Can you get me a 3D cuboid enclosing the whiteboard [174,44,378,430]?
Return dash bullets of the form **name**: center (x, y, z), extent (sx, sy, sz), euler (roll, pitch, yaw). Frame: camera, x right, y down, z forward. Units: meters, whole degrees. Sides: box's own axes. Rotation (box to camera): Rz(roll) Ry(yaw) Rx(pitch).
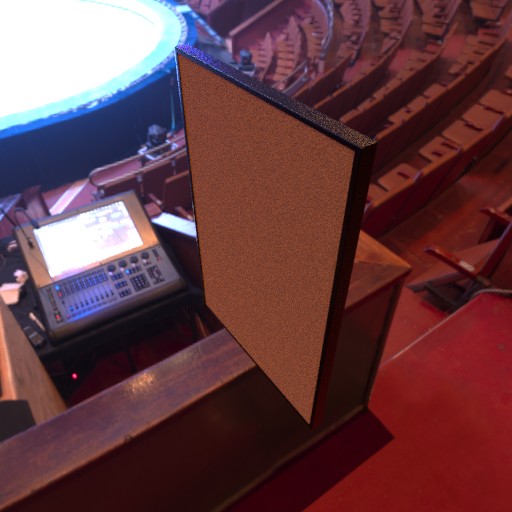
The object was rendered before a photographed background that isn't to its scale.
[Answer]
- **whiteboard**: center (0.000, 0.000, 0.789), extent (0.026, 0.611, 0.406), euler (-26, 48, -26)
